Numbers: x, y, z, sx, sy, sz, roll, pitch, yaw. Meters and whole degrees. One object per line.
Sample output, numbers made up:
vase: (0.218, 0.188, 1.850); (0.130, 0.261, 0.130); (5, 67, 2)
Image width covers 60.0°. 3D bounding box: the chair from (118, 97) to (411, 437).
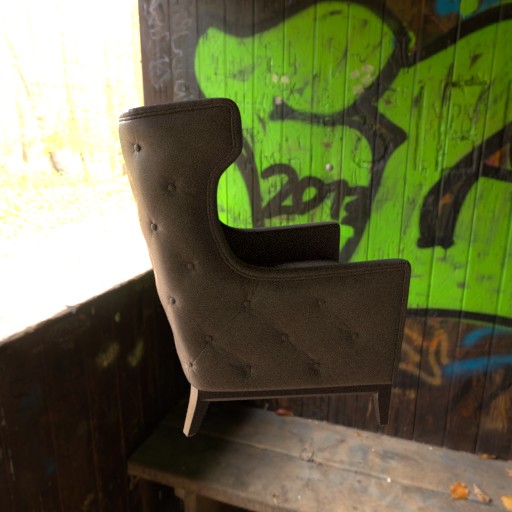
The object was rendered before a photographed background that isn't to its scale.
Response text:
chair: (0.000, 0.000, 1.681); (0.899, 1.079, 0.769); (-2, 15, -8)
